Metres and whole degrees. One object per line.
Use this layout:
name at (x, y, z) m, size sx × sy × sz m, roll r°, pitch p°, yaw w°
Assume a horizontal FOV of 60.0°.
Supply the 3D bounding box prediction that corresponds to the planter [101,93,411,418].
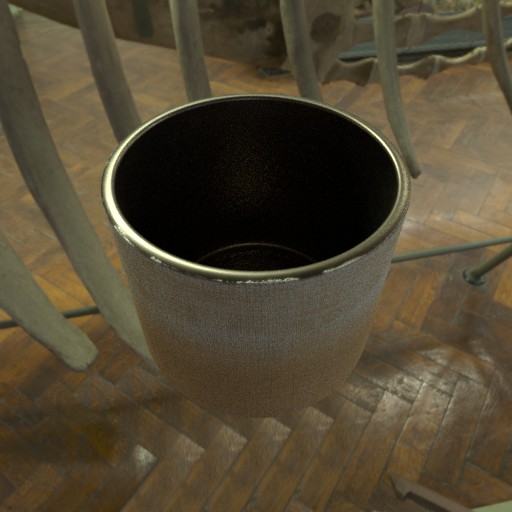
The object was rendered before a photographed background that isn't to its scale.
planter at (0.000, 0.000, 0.444) m, size 0.254 × 0.221 × 0.254 m, roll 0°, pitch 47°, yaw 0°
